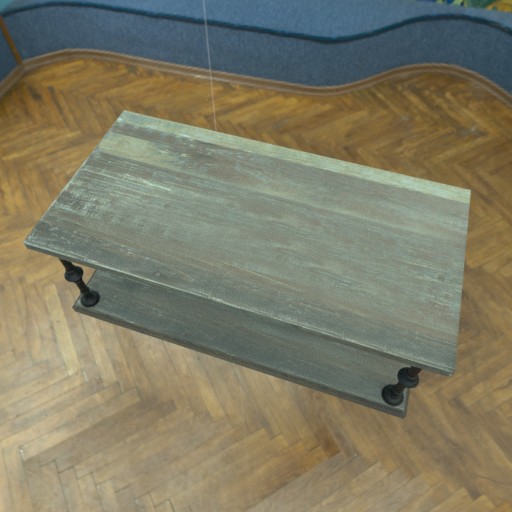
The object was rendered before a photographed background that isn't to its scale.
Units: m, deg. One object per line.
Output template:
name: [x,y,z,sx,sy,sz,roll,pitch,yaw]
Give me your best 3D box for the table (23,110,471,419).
table: [0.000,0.000,1.362,1.088,0.399,0.554,16,58,10]
